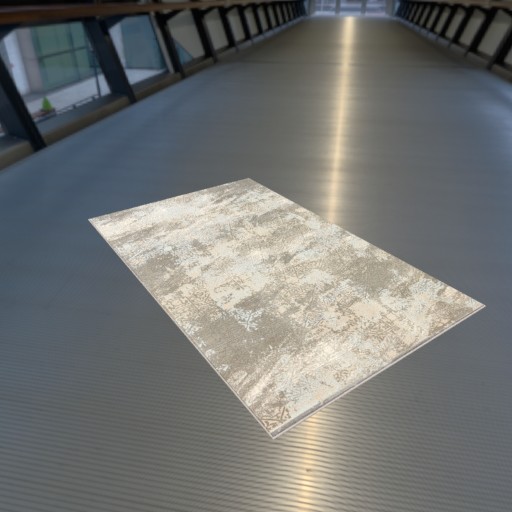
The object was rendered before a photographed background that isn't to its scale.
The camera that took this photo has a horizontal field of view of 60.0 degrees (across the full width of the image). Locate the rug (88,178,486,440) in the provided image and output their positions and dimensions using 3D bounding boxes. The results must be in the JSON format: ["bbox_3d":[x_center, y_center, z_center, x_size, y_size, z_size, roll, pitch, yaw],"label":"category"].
[{"bbox_3d":[0.000,0.000,3.030,1.536,0.012,2.431,-20,37,-29],"label":"rug"}]
